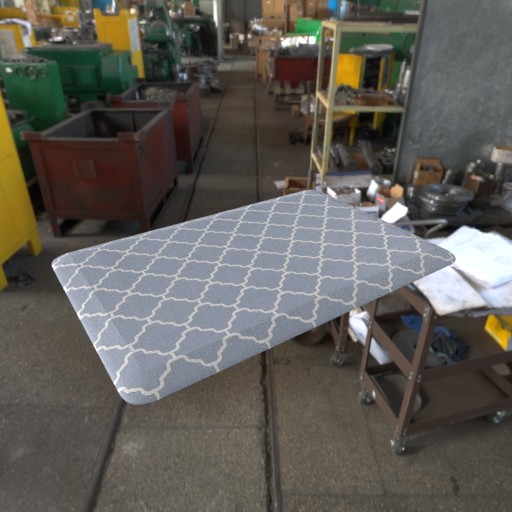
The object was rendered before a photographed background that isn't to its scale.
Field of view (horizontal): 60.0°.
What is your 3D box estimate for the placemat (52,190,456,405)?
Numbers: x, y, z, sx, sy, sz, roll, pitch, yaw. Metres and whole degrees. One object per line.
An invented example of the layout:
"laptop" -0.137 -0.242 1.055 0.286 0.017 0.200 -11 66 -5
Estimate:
"placemat" 0.000 0.000 0.974 0.762 0.021 0.508 -18 34 -29
